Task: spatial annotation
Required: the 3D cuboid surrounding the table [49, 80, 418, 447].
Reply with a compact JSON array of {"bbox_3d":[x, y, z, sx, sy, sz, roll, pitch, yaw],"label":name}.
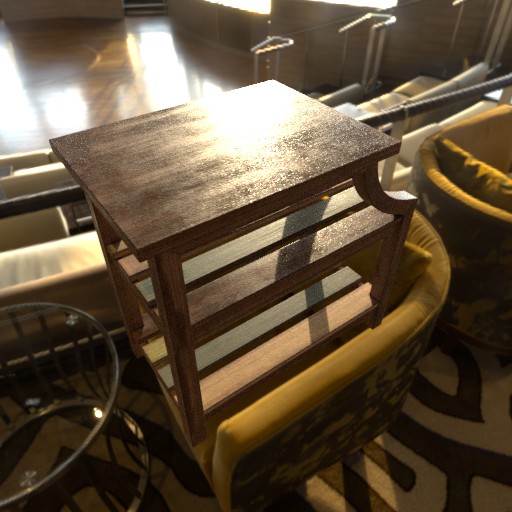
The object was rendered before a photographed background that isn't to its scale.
[{"bbox_3d":[0.000,0.000,0.967,0.609,0.584,0.356,-25,47,-26],"label":"table"}]
